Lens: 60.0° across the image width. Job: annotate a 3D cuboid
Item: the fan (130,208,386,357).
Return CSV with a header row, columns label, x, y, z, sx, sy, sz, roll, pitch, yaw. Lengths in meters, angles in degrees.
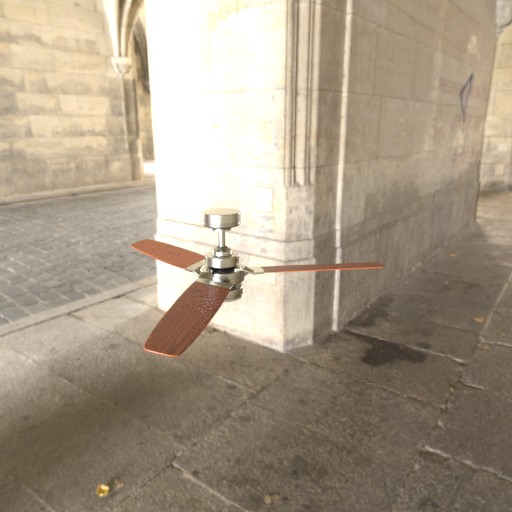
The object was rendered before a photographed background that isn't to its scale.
label,x,y,z,sx,sy,sz,roll,pitch,yaw
fan,0.000,0.000,2.034,1.271,0.410,1.416,-3,17,-9
